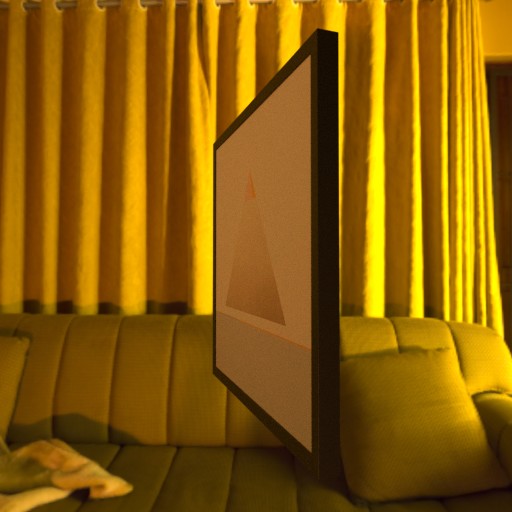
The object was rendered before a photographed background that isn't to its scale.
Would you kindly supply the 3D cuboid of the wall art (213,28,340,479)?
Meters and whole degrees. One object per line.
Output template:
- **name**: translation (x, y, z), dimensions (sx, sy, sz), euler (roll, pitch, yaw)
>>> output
- **wall art**: translation (0.000, 0.000, 0.748), dimensions (0.028, 0.511, 0.513), euler (0, -1, -19)
